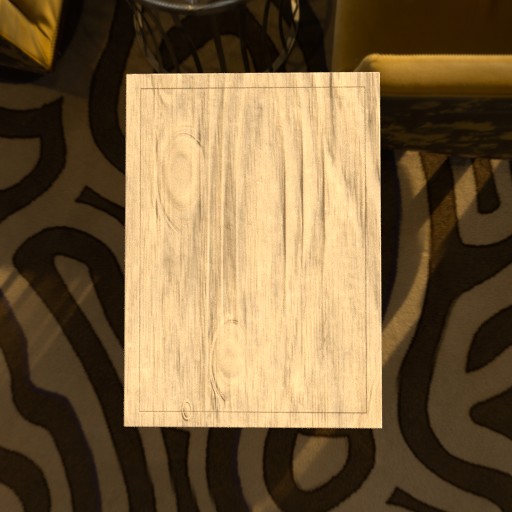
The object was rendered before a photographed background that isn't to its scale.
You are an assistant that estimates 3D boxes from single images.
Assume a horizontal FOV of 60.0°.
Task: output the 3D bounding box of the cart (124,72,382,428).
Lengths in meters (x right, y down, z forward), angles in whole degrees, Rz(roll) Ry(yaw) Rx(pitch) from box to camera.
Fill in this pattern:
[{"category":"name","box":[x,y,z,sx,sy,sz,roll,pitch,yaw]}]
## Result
[{"category":"cart","box":[0.000,0.000,1.442,0.567,0.920,0.797,0,89,1]}]
